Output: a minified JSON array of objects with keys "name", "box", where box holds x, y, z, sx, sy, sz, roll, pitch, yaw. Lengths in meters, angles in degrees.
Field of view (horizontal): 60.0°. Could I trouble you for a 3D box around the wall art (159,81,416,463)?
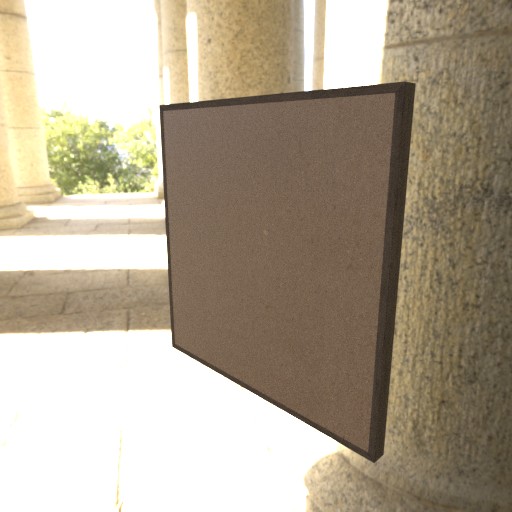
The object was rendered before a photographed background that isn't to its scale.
[{"name":"wall art","box":[0.000,0.000,1.123,0.038,0.762,0.762,-14,20,-42]}]
